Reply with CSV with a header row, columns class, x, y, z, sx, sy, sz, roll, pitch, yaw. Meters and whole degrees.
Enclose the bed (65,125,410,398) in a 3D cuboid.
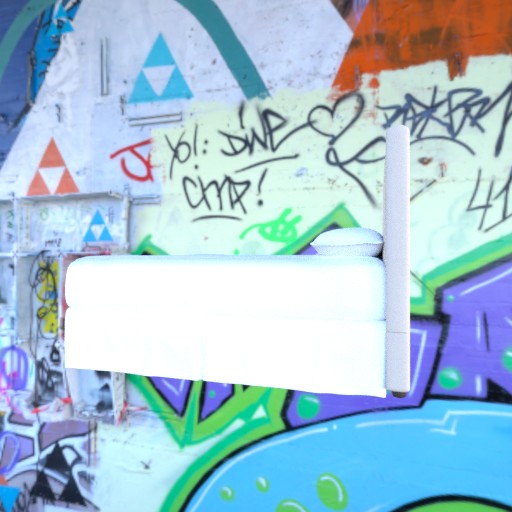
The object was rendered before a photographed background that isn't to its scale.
class,x,y,z,sx,sy,sz,roll,pitch,yaw
bed,0.000,0.000,3.160,2.052,1.398,1.678,0,0,18
